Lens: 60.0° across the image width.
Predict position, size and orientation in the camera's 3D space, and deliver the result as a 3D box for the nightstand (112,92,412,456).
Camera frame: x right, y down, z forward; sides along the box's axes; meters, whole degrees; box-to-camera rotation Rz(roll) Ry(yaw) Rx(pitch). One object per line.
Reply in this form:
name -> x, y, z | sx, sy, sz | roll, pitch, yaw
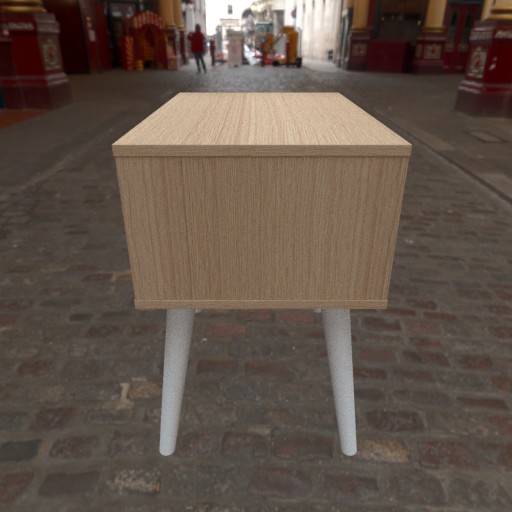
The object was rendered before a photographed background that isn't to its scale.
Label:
nightstand -> 0.000, 0.000, 0.968 | 0.407, 0.610, 0.571 | 0, 27, 0
